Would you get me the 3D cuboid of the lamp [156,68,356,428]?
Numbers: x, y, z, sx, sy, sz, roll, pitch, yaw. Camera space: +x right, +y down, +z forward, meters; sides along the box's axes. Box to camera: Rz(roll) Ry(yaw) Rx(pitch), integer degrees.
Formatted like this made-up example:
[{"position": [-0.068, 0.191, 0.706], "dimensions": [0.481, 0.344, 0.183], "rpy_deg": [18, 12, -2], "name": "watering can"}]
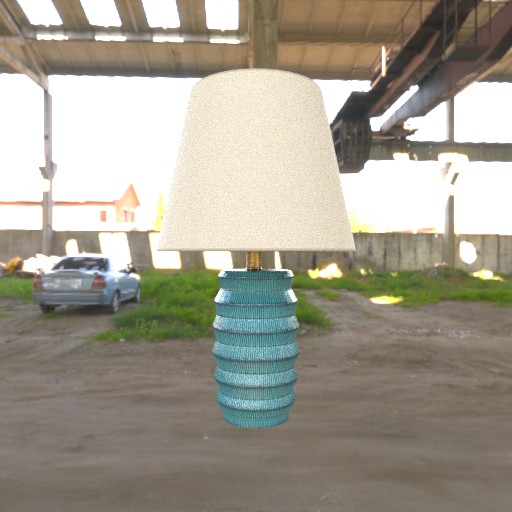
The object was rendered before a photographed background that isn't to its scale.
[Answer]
[{"position": [0.000, 0.000, 0.806], "dimensions": [0.355, 0.582, 0.355], "rpy_deg": [0, 0, 0], "name": "lamp"}]
